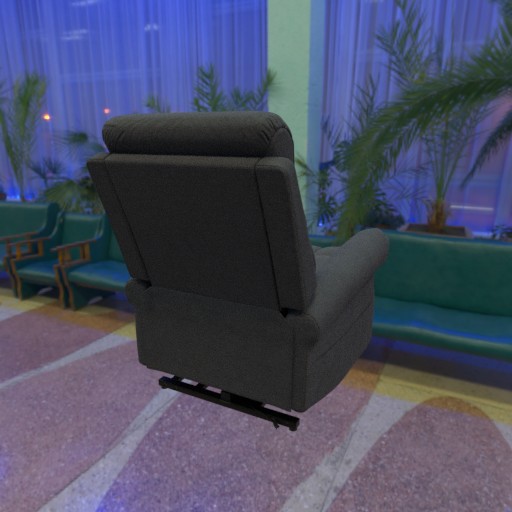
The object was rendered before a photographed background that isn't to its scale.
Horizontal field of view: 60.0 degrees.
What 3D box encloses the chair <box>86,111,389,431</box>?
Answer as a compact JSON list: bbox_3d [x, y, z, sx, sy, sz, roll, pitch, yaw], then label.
[{"bbox_3d":[0.000,0.000,1.717,0.871,1.031,0.979,8,17,27],"label":"chair"}]
